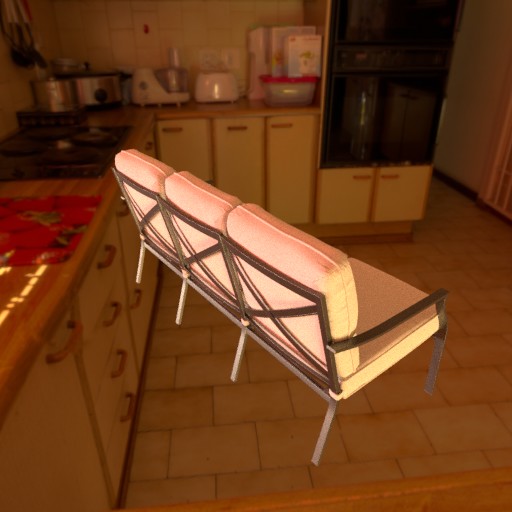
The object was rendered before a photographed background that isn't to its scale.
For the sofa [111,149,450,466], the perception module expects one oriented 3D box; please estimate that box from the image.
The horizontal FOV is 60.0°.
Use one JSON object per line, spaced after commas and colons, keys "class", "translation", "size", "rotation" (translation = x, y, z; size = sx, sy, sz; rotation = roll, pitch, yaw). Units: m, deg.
{"class": "sofa", "translation": [0.000, 0.000, 2.214], "size": [0.787, 0.860, 1.740], "rotation": [-19, 33, -32]}
